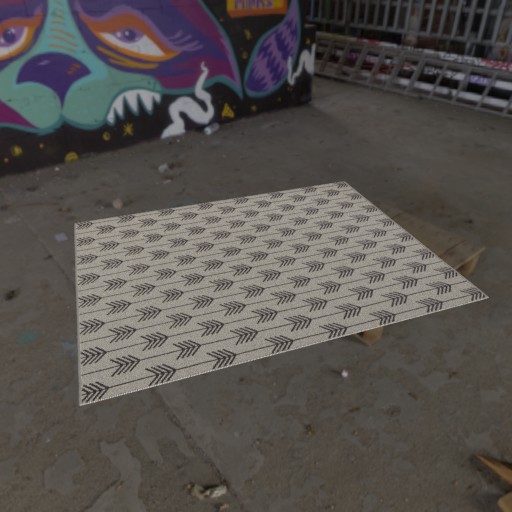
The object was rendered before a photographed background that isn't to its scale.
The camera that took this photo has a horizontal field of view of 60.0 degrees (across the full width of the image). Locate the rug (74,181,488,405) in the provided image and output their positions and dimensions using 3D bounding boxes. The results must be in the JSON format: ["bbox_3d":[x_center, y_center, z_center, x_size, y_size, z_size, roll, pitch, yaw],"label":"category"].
[{"bbox_3d":[0.000,0.000,3.972,3.061,0.010,2.330,-11,35,-16],"label":"rug"}]
